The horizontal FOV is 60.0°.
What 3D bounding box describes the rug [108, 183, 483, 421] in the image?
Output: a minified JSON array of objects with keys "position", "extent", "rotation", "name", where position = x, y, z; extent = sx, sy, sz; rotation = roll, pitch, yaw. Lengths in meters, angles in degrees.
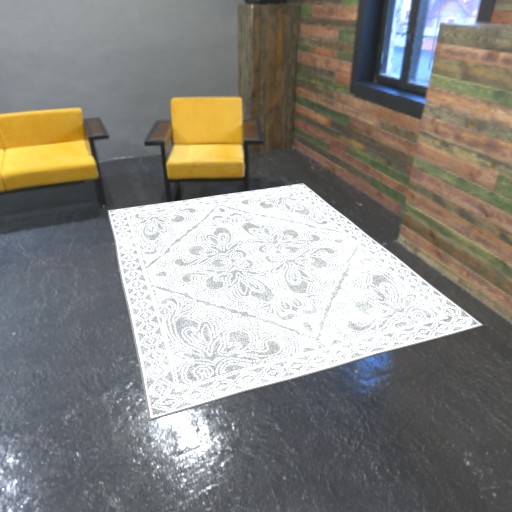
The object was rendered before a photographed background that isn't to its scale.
[{"position":[0.000,0.000,4.088],"extent":[2.438,0.012,3.048],"rotation":[-10,32,-17],"name":"rug"}]
